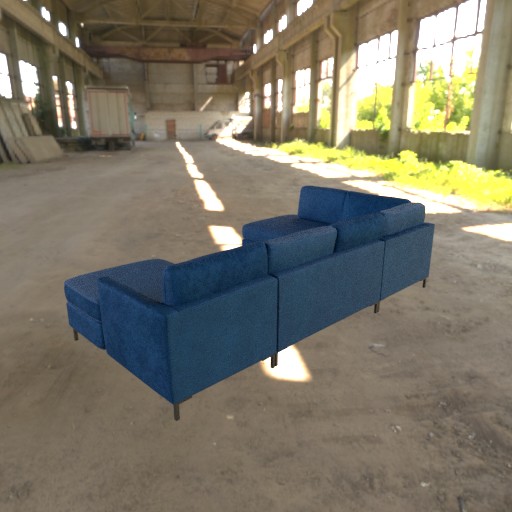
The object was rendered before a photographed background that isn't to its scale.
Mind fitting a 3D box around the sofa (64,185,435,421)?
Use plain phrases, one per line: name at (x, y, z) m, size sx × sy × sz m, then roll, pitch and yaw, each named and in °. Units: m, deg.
sofa at (0.000, 0.000, 4.411) m, size 3.434 × 0.992 × 2.055 m, roll -16°, pitch 23°, yaw -42°
